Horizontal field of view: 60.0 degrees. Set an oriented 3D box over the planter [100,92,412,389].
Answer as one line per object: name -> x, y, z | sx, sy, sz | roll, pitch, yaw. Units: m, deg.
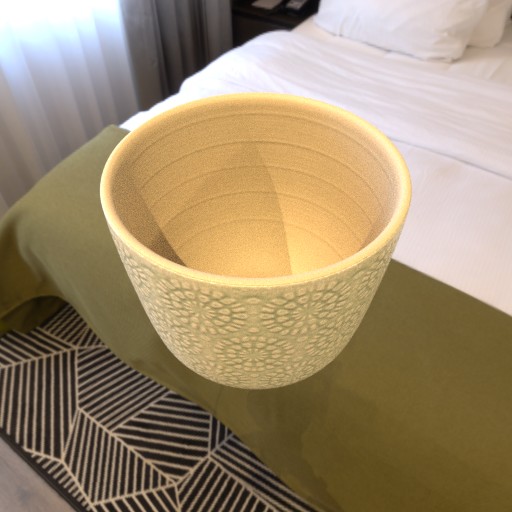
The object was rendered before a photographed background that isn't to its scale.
planter -> 0.000, 0.000, 0.220 | 0.124, 0.109, 0.124 | 0, 48, 0
